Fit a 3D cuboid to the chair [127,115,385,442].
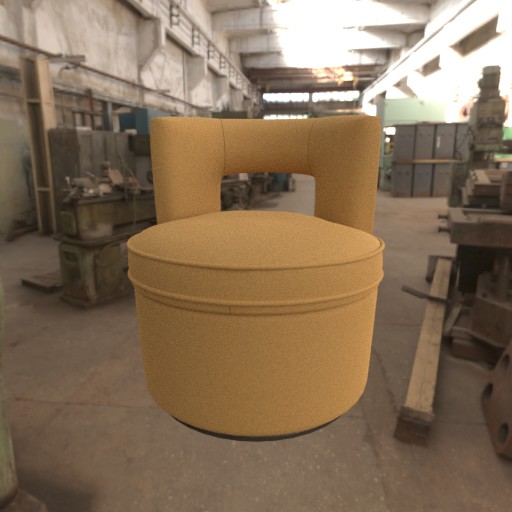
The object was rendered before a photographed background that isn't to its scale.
[{"bbox_3d":[0.000,0.000,1.168,0.650,0.723,0.665,2,14,8],"label":"chair"}]
